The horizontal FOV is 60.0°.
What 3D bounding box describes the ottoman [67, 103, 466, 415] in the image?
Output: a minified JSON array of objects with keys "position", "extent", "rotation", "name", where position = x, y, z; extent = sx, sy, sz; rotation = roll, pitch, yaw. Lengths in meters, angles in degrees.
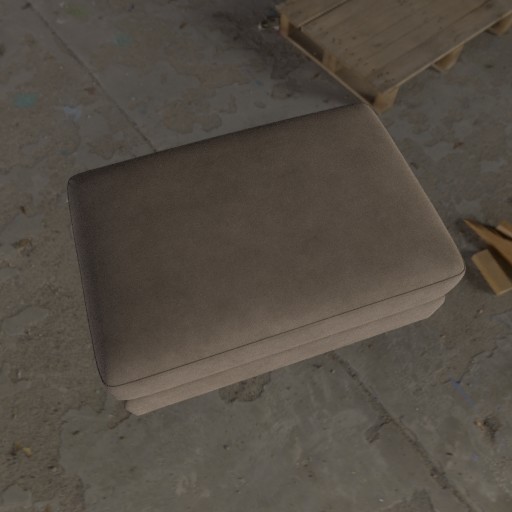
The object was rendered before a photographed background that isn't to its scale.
[{"position":[0.000,0.000,1.220],"extent":[0.864,0.483,0.584],"rotation":[-17,64,-8],"name":"ottoman"}]
